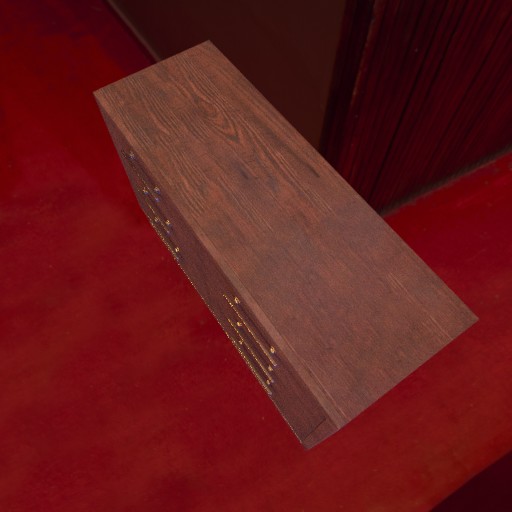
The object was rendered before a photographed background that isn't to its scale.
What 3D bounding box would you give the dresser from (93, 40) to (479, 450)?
[{"bbox_3d":[0.000,0.000,2.132,0.623,1.061,1.646,-32,67,-15],"label":"dresser"}]
